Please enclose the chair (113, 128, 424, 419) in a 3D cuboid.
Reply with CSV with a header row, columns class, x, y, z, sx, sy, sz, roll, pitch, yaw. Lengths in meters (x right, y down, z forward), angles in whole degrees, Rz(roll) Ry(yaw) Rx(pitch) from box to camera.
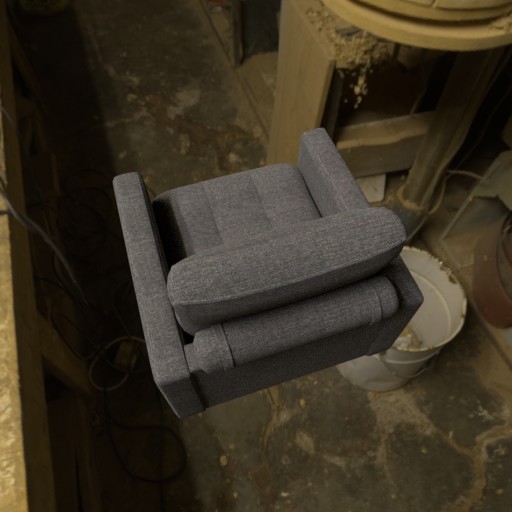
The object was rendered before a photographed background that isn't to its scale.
class,x,y,z,sx,sy,sz,roll,pitch,yaw
chair,0.000,0.000,1.545,0.821,0.880,0.843,-16,59,-10
